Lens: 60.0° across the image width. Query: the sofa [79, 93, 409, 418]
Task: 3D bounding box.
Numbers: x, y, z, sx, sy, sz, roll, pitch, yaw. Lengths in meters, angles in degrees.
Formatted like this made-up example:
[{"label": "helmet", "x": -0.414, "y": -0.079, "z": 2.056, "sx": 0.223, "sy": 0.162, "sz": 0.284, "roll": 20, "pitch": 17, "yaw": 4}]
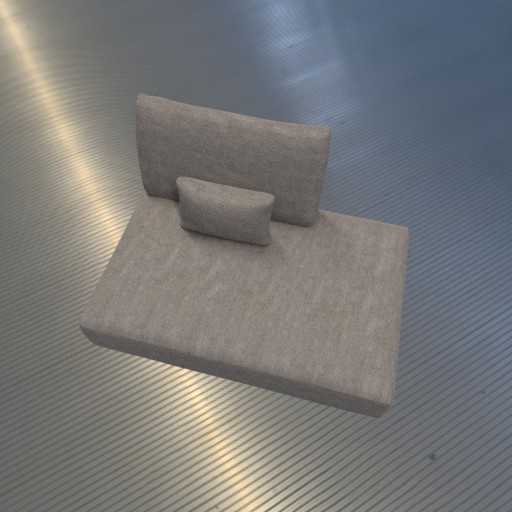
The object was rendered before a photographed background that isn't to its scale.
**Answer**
[{"label": "sofa", "x": 0.000, "y": 0.000, "z": 2.055, "sx": 1.450, "sy": 0.820, "sz": 1.002, "roll": 12, "pitch": 59, "yaw": 8}]
